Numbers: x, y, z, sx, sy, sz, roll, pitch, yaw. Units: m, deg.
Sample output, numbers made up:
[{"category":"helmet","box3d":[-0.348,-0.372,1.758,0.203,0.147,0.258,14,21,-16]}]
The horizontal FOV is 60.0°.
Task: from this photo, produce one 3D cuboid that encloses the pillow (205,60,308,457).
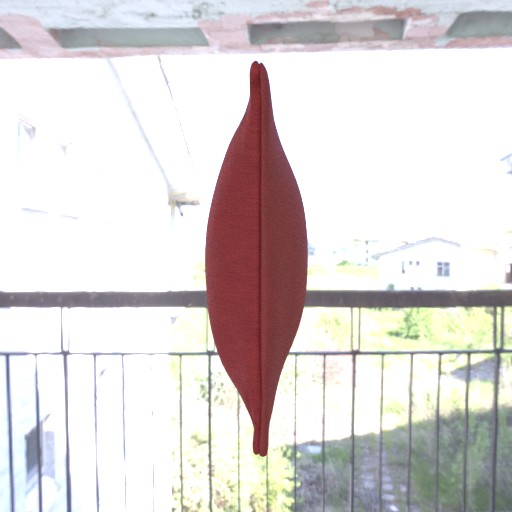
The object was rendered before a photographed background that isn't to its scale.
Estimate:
[{"category":"pillow","box3d":[0.000,0.000,0.675,0.151,0.416,0.435,0,1,1]}]
